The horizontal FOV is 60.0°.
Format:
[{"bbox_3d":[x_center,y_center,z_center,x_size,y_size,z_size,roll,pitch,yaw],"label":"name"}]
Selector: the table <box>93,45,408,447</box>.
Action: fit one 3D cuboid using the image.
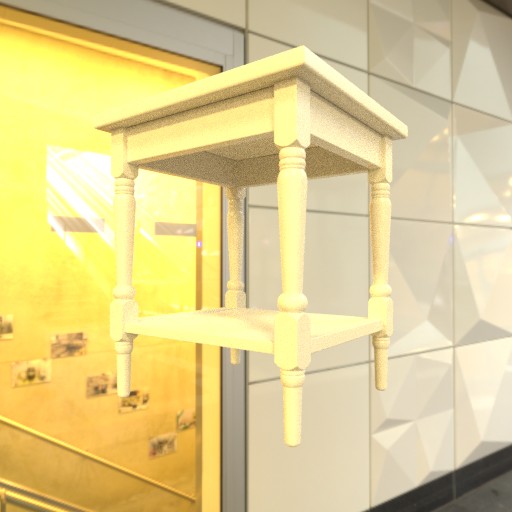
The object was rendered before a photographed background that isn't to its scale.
[{"bbox_3d":[0.000,0.000,0.917,0.488,0.565,0.442,-1,-1,36],"label":"table"}]
